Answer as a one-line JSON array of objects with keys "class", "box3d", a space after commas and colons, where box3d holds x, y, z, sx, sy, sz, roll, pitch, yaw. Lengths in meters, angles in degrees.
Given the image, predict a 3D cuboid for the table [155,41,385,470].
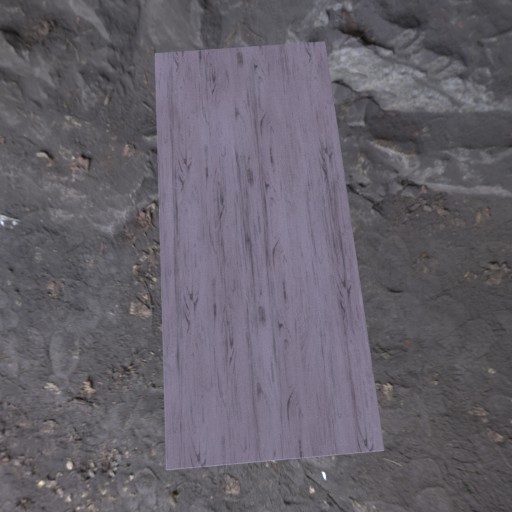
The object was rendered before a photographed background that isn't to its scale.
[{"class": "table", "box3d": [0.000, 0.000, 2.268, 0.795, 0.899, 1.778, -5, 75, -1]}]
